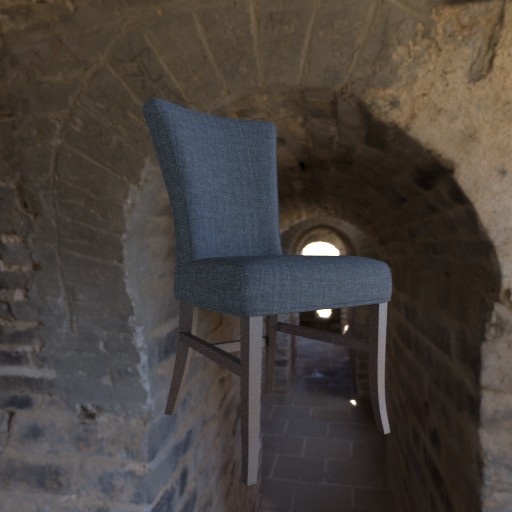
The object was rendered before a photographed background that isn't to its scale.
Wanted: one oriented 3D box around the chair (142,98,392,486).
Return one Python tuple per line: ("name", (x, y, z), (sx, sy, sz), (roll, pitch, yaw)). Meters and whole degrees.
("chair", (0.000, 0.000, 1.348), (0.520, 0.991, 0.660), (0, 1, -36))
